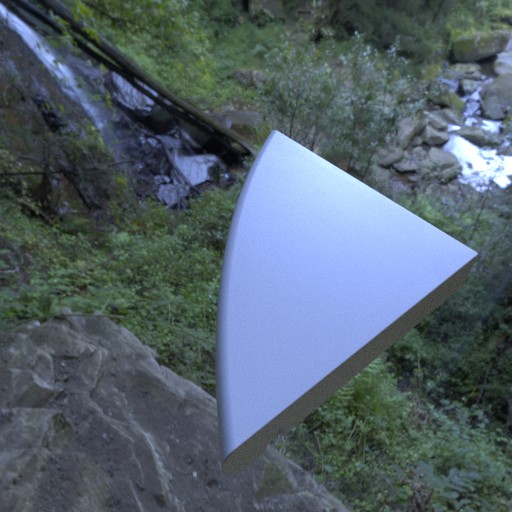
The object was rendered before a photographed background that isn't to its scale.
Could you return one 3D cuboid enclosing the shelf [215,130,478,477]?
[{"bbox_3d":[0.000,0.000,0.464,0.310,0.050,0.310,-31,53,-26],"label":"shelf"}]
